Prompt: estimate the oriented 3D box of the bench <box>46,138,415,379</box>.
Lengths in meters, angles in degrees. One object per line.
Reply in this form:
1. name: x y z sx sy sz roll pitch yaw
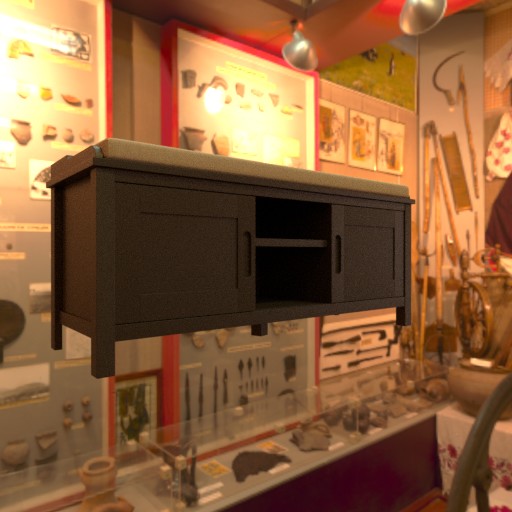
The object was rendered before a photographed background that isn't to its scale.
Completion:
1. bench: 0.000 0.000 1.401 1.140 0.501 0.398 0 0 -38
